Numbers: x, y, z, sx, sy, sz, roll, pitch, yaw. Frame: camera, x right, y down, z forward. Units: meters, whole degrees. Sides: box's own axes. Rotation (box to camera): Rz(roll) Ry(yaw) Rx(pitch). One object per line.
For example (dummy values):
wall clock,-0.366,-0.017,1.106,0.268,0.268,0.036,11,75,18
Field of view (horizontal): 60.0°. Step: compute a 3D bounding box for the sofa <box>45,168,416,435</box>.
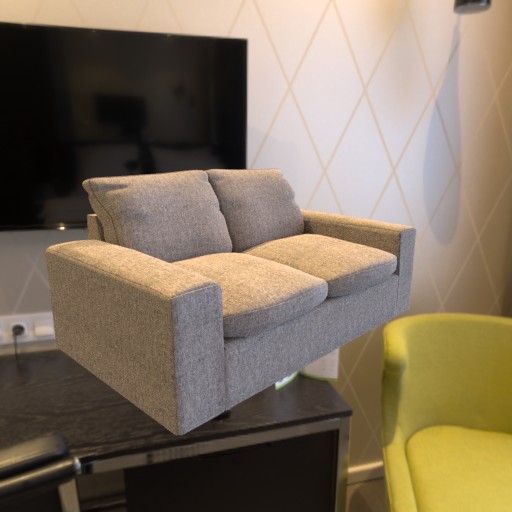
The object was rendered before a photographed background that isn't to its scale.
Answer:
sofa,0.000,0.000,2.368,1.094,0.877,1.758,13,19,43
